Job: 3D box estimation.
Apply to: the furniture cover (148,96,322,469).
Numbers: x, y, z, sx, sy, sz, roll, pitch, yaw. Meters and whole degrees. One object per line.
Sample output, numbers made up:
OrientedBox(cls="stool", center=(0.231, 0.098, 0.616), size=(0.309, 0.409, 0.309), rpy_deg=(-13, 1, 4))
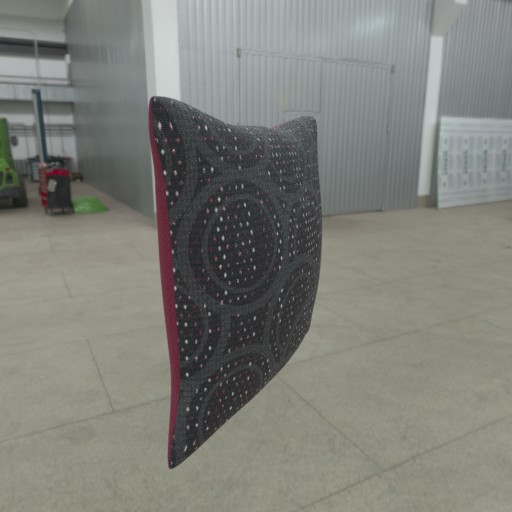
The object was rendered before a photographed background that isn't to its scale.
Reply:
OrientedBox(cls="furniture cover", center=(0.000, 0.000, 0.807), size=(0.193, 0.509, 0.552), rpy_deg=(7, 16, 26))
